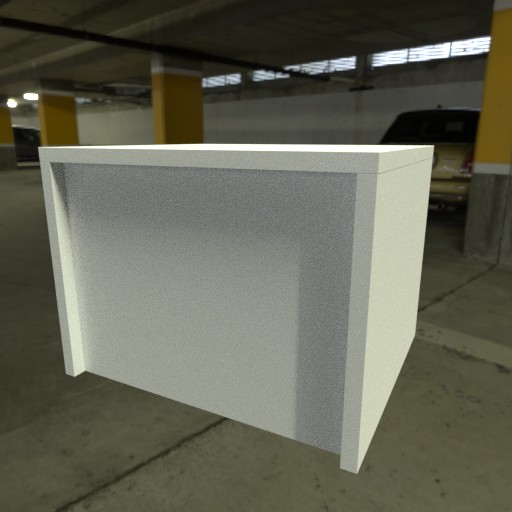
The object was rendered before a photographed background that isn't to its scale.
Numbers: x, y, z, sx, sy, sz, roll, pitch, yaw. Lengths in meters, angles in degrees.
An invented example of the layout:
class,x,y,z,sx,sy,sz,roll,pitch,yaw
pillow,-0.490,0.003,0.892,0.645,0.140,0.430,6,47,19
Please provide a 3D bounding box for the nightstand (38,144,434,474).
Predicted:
class,x,y,z,sx,sy,sz,roll,pitch,yaw
nightstand,0.000,0.000,0.730,0.470,0.351,0.408,8,17,27
